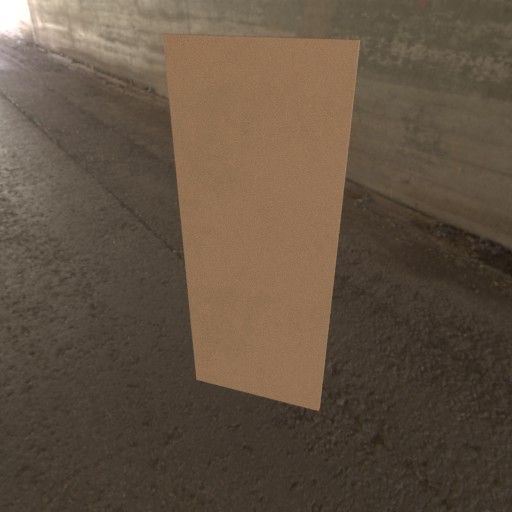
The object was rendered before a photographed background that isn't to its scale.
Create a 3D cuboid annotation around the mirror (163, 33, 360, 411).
[{"bbox_3d":[0.000,0.000,2.282,0.812,2.031,0.026,10,32,15],"label":"mirror"}]
